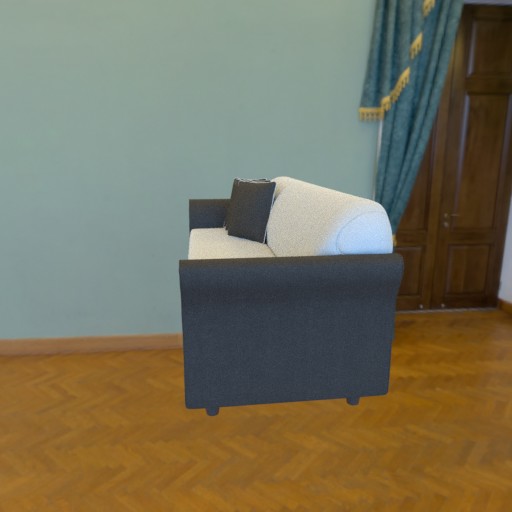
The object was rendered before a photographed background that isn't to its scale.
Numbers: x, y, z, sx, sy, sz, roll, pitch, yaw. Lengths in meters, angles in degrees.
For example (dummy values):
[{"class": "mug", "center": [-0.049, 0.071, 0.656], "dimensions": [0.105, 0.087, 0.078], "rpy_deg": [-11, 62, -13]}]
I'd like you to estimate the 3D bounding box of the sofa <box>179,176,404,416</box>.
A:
[{"class": "sofa", "center": [0.000, 0.000, 2.451], "dimensions": [0.755, 0.787, 2.001], "rpy_deg": [-2, 13, -7]}]
